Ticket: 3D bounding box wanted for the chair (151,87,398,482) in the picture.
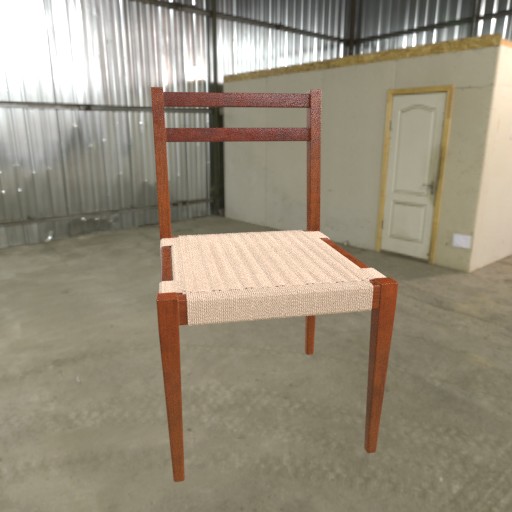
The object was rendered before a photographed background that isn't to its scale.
[{"bbox_3d":[0.000,0.000,1.149,0.495,0.851,0.569,-3,17,-11],"label":"chair"}]
